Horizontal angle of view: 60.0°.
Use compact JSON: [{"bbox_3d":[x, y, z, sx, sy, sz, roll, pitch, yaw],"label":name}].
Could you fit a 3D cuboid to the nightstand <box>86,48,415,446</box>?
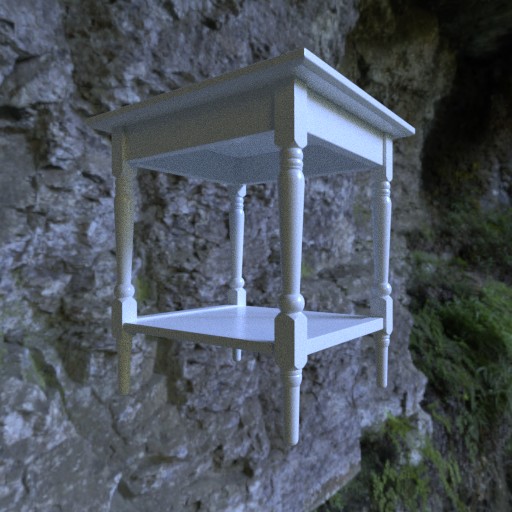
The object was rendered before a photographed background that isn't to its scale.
[{"bbox_3d":[0.000,0.000,0.914,0.505,0.555,0.459,0,0,37],"label":"nightstand"}]
